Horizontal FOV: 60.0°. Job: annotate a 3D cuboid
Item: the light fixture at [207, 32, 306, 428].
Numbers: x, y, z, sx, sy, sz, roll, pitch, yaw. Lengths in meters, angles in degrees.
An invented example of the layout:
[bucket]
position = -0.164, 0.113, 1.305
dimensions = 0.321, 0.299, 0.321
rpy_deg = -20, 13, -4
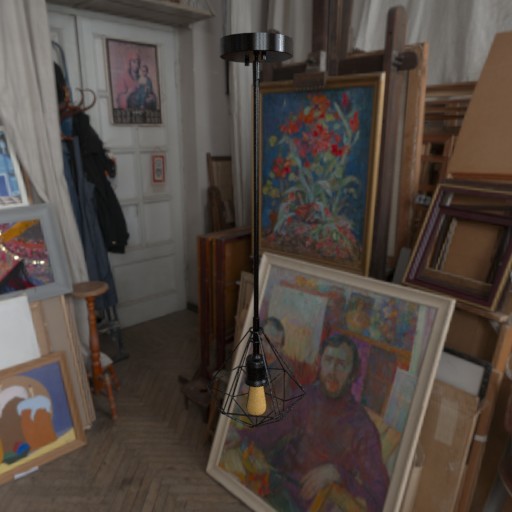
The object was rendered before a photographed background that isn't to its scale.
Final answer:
[light fixture]
position = 0.000, 0.000, 1.985
dimensions = 0.487, 1.764, 0.431
rpy_deg = 2, 15, 8
